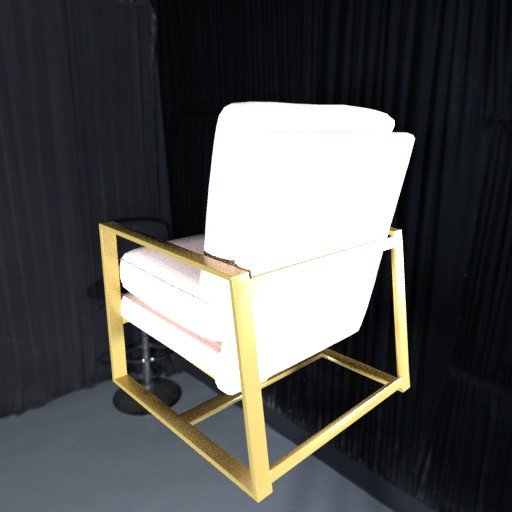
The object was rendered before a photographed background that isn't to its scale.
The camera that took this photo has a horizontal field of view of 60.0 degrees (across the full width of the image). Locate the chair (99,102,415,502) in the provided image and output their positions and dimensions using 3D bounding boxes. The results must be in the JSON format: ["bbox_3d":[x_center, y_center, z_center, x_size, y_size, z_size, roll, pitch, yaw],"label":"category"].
[{"bbox_3d":[0.000,0.000,1.498,0.758,0.956,0.813,-14,20,-42],"label":"chair"}]
